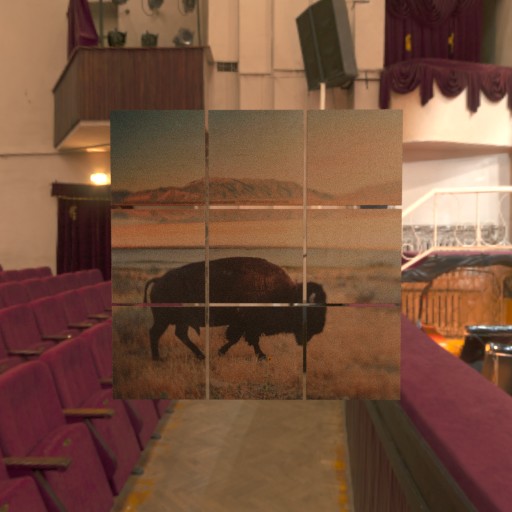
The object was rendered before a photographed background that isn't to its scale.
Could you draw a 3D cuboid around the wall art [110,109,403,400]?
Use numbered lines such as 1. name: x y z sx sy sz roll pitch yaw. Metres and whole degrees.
1. wall art: 0.000 0.000 2.351 1.533 1.532 0.019 0 2 1
